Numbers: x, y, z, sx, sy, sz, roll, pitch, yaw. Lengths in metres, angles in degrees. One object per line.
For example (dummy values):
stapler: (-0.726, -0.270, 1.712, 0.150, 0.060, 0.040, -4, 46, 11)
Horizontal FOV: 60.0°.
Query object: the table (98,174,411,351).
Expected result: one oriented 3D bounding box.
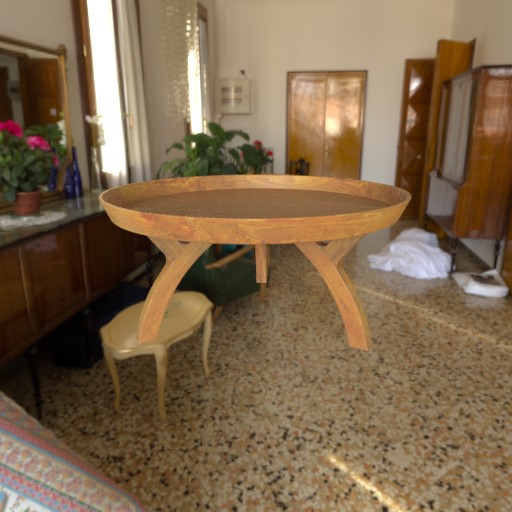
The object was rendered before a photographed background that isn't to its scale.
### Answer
table: (0.000, 0.000, 1.575, 1.016, 0.470, 1.016, 0, 16, 0)
